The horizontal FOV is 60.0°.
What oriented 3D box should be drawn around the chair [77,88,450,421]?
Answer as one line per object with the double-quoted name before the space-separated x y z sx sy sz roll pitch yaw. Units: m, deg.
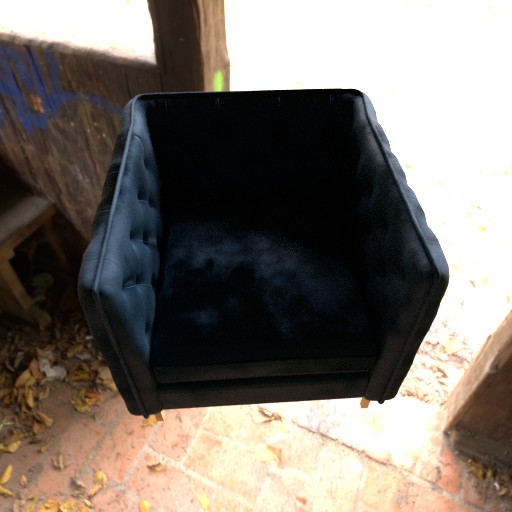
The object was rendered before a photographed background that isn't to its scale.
"chair" 0.000 0.000 1.496 0.868 0.771 0.877 -3 46 -3
